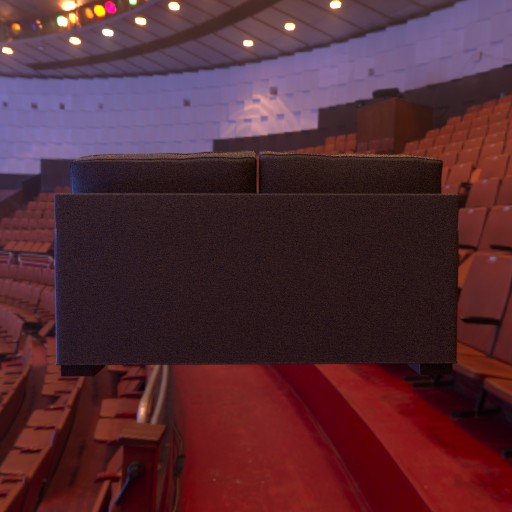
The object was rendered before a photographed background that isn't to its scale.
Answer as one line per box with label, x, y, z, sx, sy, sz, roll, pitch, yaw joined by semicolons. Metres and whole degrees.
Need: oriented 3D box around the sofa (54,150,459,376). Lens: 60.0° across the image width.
sofa;0.000;0.000;2.150;1.534;0.887;0.974;0;2;-1
